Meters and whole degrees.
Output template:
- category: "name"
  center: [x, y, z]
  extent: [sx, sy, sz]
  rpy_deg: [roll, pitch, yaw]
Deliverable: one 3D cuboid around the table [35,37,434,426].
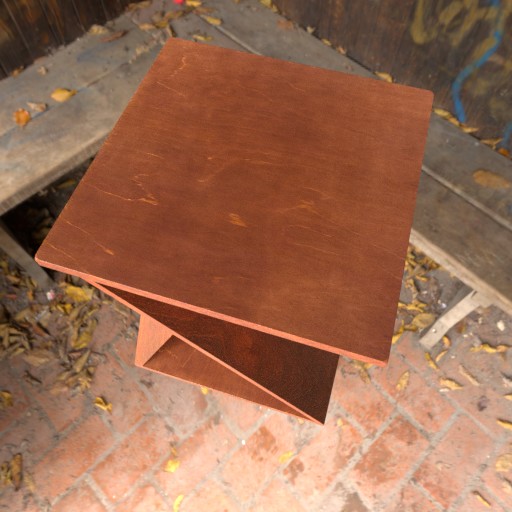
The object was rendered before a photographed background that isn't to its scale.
- category: "table"
  center: [0.000, 0.000, 0.827]
  extent: [0.427, 0.520, 0.427]
  rpy_deg: [15, 63, 8]
